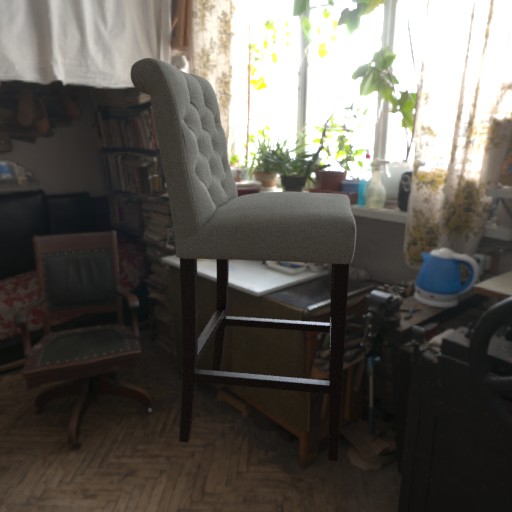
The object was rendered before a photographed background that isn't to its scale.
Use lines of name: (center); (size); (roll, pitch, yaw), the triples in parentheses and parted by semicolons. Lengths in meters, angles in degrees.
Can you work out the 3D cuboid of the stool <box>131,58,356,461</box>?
stool: (0.000, 0.000, 1.438); (0.601, 1.140, 0.493); (3, 16, 9)
